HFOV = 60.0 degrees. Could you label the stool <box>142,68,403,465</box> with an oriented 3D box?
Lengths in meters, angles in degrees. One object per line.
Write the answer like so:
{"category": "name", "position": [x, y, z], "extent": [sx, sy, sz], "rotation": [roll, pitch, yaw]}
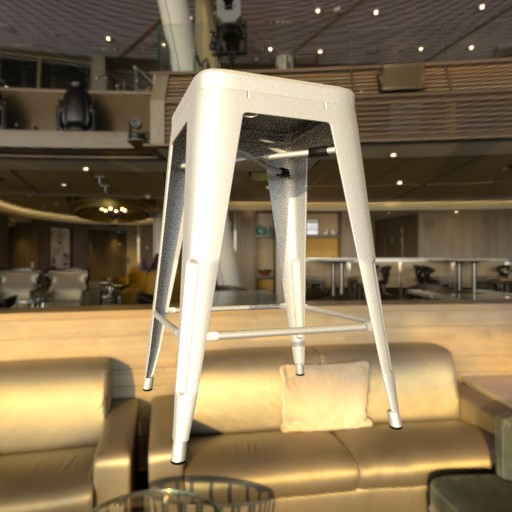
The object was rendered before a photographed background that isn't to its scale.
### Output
{"category": "stool", "position": [0.000, 0.000, 0.897], "extent": [0.406, 0.610, 0.406], "rotation": [0, -1, -20]}
